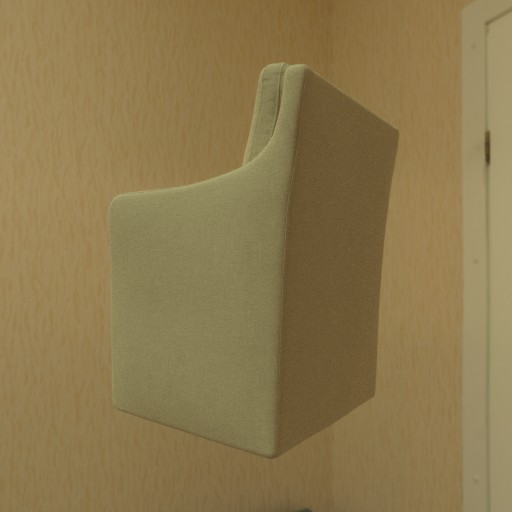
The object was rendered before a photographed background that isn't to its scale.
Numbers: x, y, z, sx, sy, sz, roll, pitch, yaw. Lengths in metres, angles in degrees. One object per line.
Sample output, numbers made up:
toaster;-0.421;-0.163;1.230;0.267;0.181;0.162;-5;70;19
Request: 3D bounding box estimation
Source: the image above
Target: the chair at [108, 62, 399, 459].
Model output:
chair;0.000;0.000;1.357;0.694;0.914;0.626;0;-1;37
